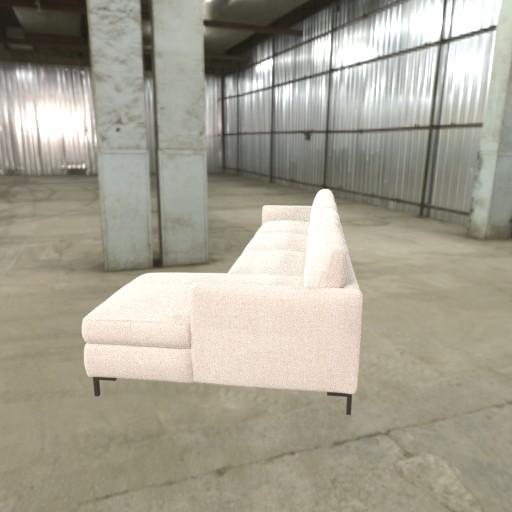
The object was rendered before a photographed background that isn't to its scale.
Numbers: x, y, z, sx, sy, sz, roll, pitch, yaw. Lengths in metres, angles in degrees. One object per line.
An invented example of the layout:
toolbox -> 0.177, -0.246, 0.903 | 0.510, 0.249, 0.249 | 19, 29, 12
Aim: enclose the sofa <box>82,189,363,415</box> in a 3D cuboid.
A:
sofa -> 0.000, 0.000, 2.883 | 1.126, 0.677, 2.445 | 2, 14, 8
